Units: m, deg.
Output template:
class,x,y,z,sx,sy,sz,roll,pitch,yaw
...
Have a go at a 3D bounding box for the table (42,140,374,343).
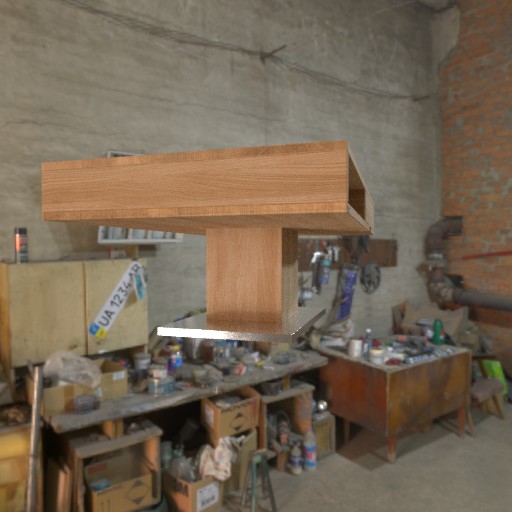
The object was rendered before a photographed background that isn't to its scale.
class,x,y,z,sx,sy,sz,roll,pitch,yaw
table,0.000,0.000,1.451,0.700,0.440,1.100,0,0,17
